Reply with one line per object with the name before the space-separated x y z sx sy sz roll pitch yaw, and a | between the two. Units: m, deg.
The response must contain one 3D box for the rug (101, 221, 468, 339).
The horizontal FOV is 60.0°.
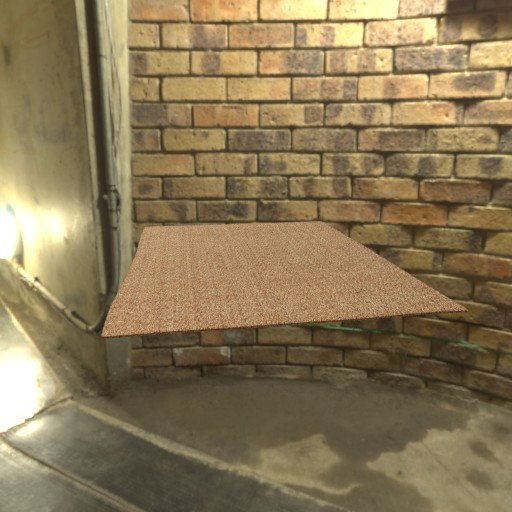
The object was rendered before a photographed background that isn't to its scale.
rug | 0.000 0.000 2.798 1.566 0.013 2.141 -3 15 -10
